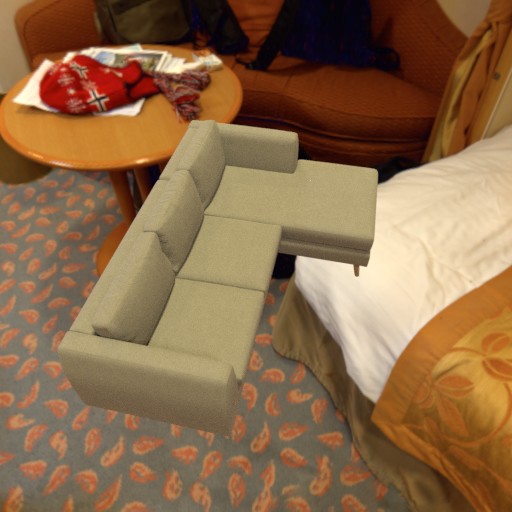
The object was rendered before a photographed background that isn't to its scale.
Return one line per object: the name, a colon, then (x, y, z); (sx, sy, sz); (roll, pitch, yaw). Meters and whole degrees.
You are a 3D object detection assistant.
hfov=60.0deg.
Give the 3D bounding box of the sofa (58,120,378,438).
sofa: (0.000, 0.000, 3.048); (1.580, 0.860, 2.300); (9, 49, 8)
